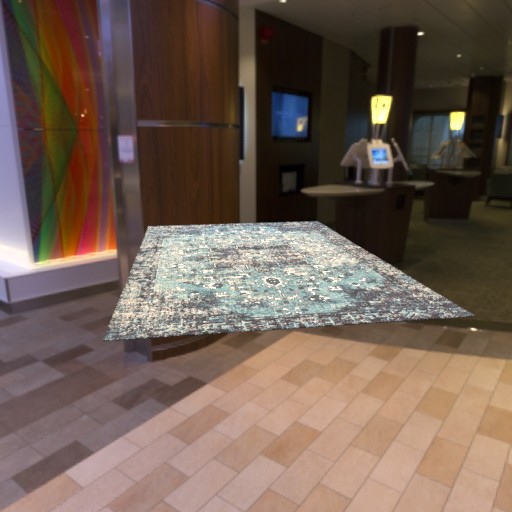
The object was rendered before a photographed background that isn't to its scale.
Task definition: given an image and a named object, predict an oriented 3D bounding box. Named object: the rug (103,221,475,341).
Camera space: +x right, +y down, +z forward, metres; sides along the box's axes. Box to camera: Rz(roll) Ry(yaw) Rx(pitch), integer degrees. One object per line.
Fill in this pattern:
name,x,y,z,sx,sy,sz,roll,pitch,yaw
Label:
rug,0.000,0.000,2.286,1.219,0.005,1.828,-2,15,-9
